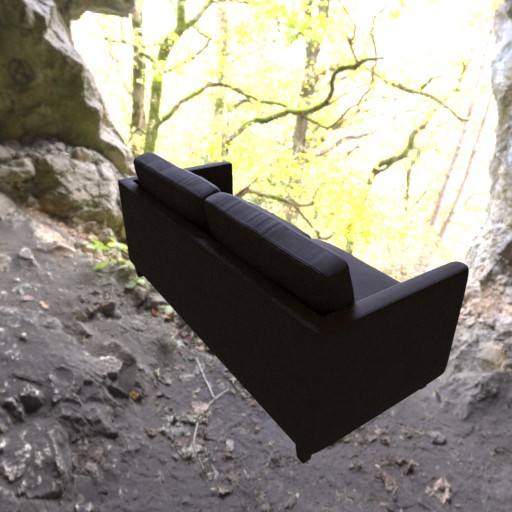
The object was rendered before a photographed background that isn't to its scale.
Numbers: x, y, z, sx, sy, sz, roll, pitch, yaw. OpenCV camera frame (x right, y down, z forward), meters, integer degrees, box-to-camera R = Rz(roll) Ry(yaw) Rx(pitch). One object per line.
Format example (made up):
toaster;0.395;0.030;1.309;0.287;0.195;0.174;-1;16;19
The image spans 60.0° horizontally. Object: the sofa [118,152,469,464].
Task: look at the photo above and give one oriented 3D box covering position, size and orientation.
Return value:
sofa;0.000;0.000;2.712;0.951;0.965;2.208;-17;32;-30
